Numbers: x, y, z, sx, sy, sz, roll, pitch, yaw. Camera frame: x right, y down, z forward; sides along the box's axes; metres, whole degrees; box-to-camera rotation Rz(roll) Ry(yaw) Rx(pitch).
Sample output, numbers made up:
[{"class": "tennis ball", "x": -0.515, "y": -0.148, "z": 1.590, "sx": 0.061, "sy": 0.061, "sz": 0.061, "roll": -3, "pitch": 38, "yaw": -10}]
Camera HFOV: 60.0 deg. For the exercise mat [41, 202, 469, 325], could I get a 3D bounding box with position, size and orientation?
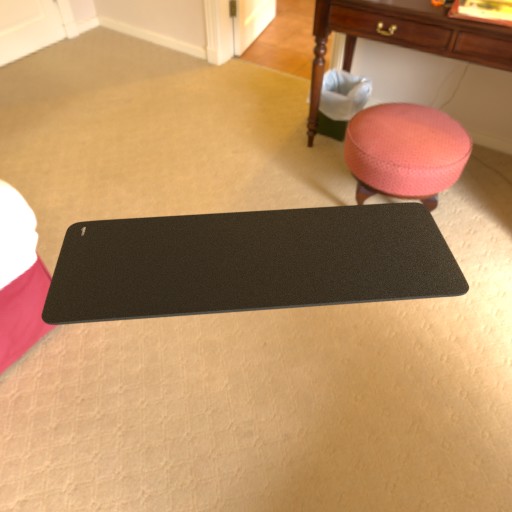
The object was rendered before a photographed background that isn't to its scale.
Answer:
[{"class": "exercise mat", "x": 0.000, "y": 0.000, "z": 2.104, "sx": 1.869, "sy": 0.021, "sz": 0.616, "roll": -4, "pitch": 48, "yaw": -3}]
